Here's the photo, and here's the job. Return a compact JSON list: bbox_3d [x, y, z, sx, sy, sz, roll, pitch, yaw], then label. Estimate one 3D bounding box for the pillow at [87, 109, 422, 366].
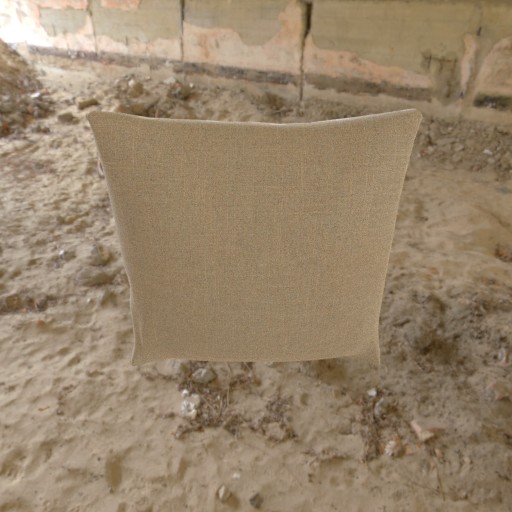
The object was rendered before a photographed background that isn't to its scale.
[{"bbox_3d":[0.000,0.000,0.773,0.496,0.491,0.219,-1,31,-1],"label":"pillow"}]
